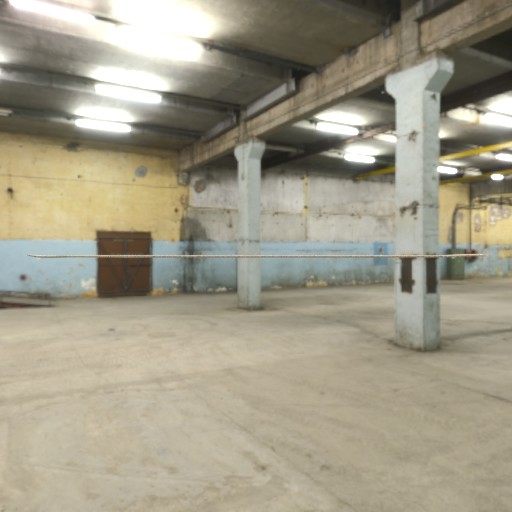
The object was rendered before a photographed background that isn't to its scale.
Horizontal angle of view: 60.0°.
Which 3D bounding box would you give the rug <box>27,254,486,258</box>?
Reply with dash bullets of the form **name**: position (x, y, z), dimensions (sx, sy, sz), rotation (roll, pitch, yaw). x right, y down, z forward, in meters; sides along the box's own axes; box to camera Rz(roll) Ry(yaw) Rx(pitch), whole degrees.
- **rug**: position (0.000, 0.000, 3.913), dimensions (2.897, 0.035, 2.277), rotation (0, 0, 0)
